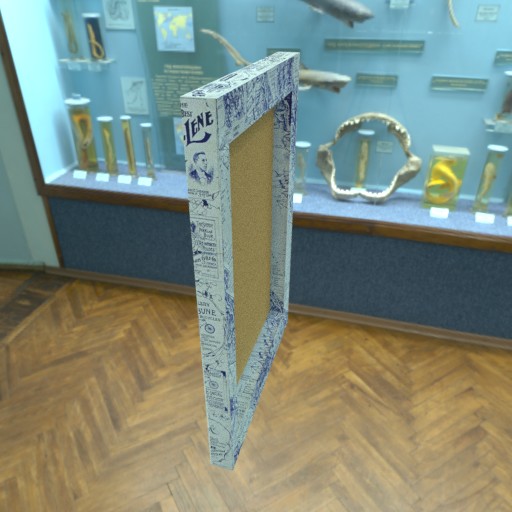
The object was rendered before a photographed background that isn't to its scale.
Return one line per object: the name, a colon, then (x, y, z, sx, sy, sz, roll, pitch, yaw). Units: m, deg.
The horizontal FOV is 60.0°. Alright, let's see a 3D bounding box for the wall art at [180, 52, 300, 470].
wall art: (0.000, 0.000, 0.478, 0.025, 0.376, 0.255, 9, 32, 14)
